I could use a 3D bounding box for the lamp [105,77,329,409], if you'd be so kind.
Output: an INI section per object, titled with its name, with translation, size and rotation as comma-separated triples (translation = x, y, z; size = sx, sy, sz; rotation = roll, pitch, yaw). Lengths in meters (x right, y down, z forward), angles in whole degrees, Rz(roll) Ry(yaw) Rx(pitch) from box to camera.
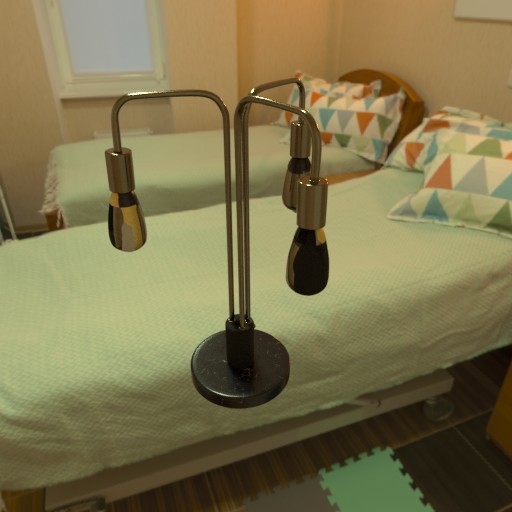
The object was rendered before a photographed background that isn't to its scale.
[lamp]
translation = 0.000, 0.000, 0.784
size = 0.355, 0.560, 0.368
rotation = 23, 37, 33
